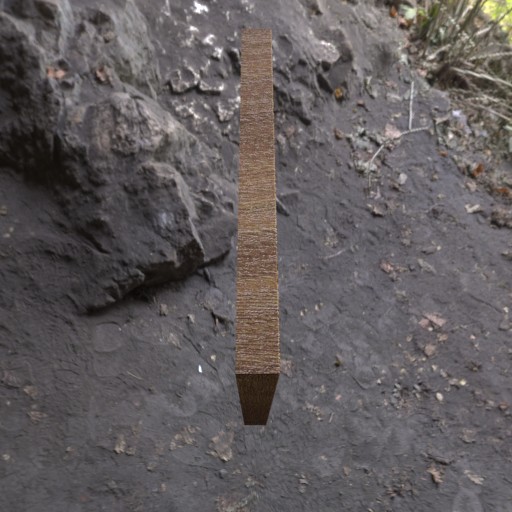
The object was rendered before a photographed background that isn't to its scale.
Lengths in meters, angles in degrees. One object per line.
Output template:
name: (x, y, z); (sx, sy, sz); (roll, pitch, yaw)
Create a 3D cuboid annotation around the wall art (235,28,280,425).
wall art: (0.000, 0.000, 0.618); (0.039, 0.403, 0.406); (0, 64, 0)
